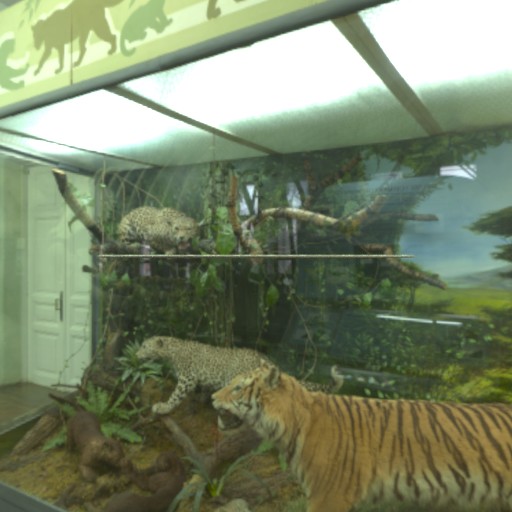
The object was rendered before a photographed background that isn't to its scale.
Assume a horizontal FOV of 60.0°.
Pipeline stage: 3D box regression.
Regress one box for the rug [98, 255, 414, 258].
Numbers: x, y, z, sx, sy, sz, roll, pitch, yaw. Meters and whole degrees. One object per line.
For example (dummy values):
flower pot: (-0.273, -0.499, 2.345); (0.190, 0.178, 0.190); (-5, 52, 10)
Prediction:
rug: (0.000, 0.000, 2.367); (1.593, 0.012, 1.593); (0, 0, 0)
